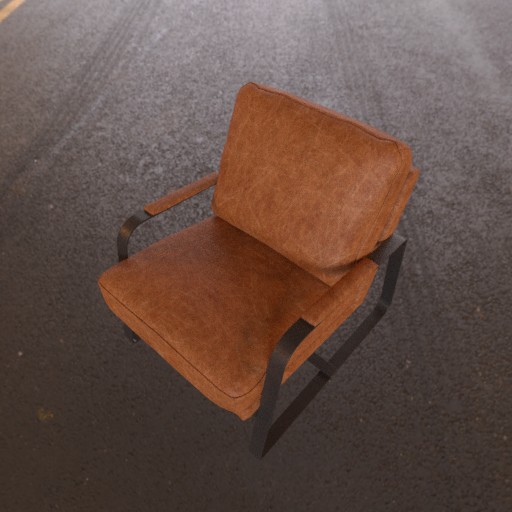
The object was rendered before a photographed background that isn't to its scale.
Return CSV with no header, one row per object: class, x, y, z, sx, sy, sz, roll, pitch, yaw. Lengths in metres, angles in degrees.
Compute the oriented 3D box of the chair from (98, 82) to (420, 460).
chair,0.000,0.000,1.355,0.651,0.777,0.801,33,55,27
